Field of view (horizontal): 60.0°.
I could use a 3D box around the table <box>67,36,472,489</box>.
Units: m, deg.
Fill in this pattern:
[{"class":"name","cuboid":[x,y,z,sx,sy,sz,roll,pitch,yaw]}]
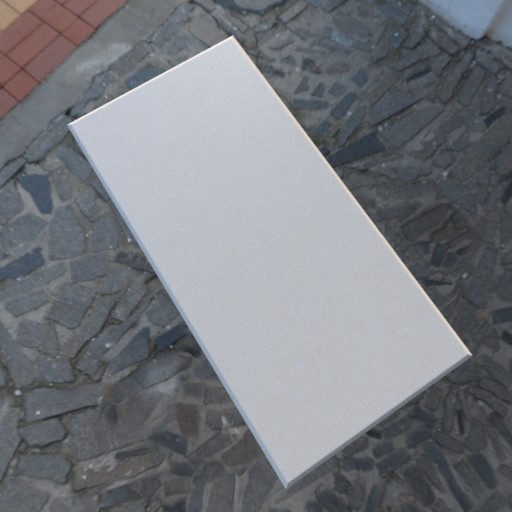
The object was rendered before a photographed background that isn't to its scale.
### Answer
[{"class":"table","cuboid":[0.000,0.000,1.406,0.551,0.506,1.109,-32,78,-8]}]
